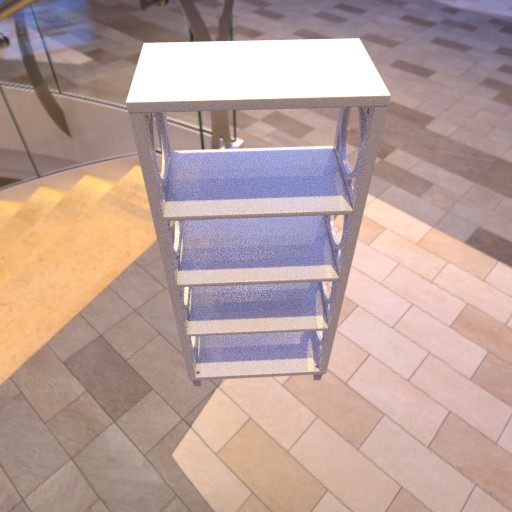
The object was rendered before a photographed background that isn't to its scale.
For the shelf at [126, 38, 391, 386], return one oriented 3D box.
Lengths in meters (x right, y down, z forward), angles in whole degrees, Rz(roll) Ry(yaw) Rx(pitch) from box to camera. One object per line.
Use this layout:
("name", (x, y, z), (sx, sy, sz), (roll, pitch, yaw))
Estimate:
("shelf", (0.000, 0.000, 1.646), (0.611, 1.411, 0.340), (-2, 47, -2))
